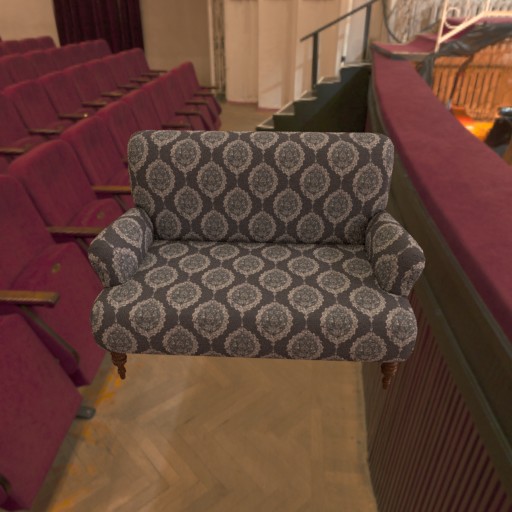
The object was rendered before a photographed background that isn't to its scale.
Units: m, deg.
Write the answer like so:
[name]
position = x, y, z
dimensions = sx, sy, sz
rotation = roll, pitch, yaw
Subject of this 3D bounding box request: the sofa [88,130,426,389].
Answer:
[sofa]
position = 0.000, 0.000, 1.878
dimensions = 1.297, 0.867, 0.779
rotation = 1, 29, 3
